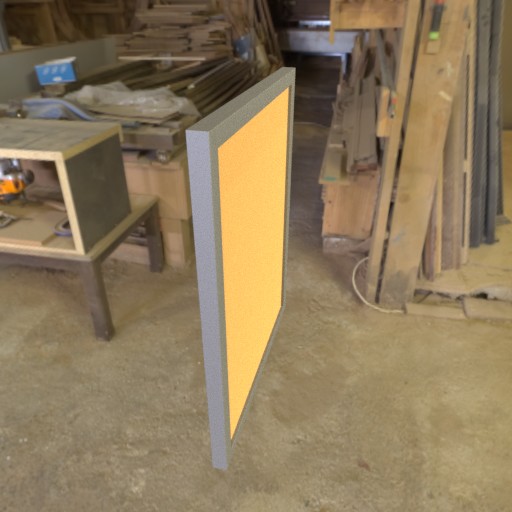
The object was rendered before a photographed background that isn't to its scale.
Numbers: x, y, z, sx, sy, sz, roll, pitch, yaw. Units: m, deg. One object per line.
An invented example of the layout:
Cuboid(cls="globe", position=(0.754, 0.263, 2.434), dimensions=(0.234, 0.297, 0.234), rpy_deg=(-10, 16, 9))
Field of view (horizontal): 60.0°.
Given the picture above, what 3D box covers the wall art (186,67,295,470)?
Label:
Cuboid(cls="wall art", position=(0.000, 0.000, 0.781), dimensions=(0.029, 0.558, 0.458), rpy_deg=(8, 32, 13))
